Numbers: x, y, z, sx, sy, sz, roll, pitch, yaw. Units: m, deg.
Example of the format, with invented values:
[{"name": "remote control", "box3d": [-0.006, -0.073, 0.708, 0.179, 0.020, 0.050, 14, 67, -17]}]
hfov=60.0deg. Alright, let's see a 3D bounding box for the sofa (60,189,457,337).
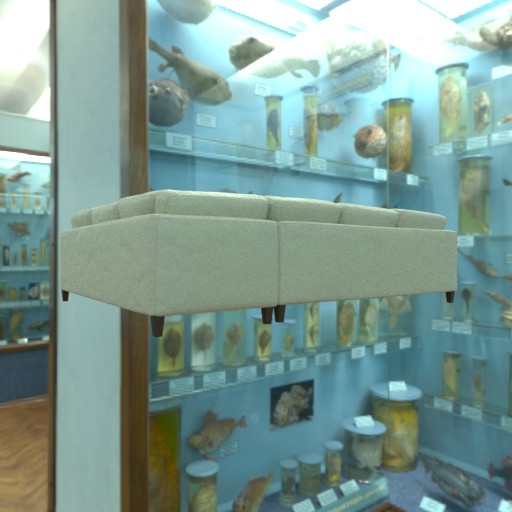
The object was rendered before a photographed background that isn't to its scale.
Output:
[{"name": "sofa", "box3d": [0.000, 0.000, 4.583, 3.302, 0.947, 2.593, 0, 0, -35]}]
